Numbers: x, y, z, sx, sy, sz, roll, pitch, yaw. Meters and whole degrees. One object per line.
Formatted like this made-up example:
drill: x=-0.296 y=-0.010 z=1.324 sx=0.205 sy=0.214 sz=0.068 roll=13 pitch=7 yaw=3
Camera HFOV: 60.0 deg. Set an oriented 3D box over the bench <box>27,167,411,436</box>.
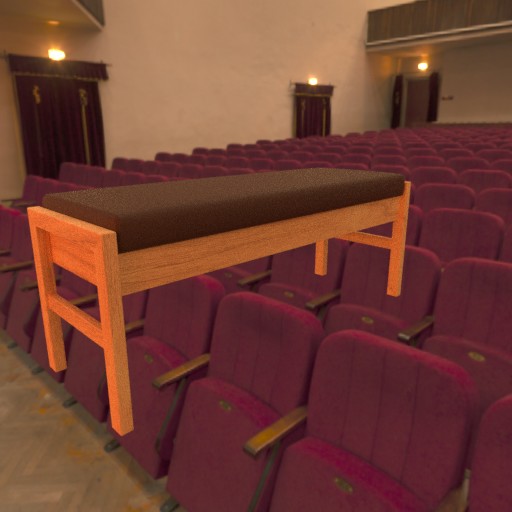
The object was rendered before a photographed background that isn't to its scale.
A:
bench: x=0.000 y=0.000 z=1.424 sx=1.200 sy=0.480 sz=0.405 roll=-15 pitch=22 yaw=-42
